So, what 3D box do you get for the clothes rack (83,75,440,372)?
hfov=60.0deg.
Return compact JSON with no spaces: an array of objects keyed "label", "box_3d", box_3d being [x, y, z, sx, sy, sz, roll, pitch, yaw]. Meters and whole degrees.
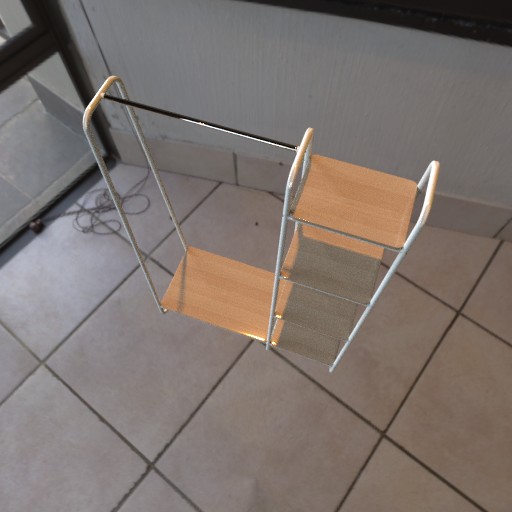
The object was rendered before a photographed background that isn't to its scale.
[{"label":"clothes rack","box_3d":[0.000,0.000,1.911,1.011,1.500,0.400,18,65,9]}]
